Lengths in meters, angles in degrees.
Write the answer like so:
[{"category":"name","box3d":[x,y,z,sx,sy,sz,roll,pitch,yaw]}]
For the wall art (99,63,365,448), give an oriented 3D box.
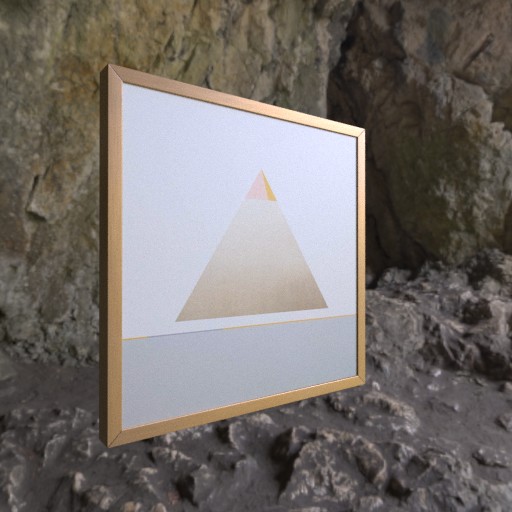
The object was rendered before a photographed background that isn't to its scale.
[{"category":"wall art","box3d":[0.000,0.000,0.753,0.513,0.511,0.038,0,0,-36]}]
